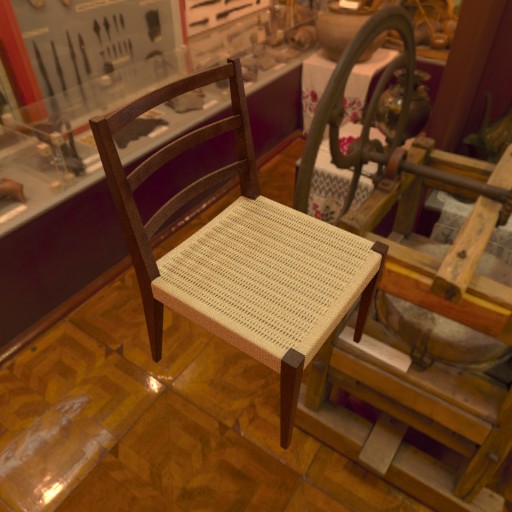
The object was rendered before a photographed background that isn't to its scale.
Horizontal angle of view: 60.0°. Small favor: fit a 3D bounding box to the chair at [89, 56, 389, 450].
[{"bbox_3d":[0.000,0.000,1.185,0.551,0.813,0.480,26,48,26],"label":"chair"}]
